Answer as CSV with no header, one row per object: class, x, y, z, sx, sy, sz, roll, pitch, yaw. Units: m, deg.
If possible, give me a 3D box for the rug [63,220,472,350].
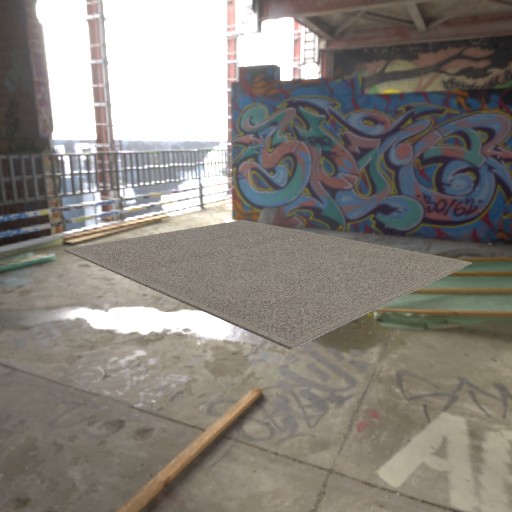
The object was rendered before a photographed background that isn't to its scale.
rug,0.000,0.000,4.204,2.441,0.015,3.050,-14,20,-42
